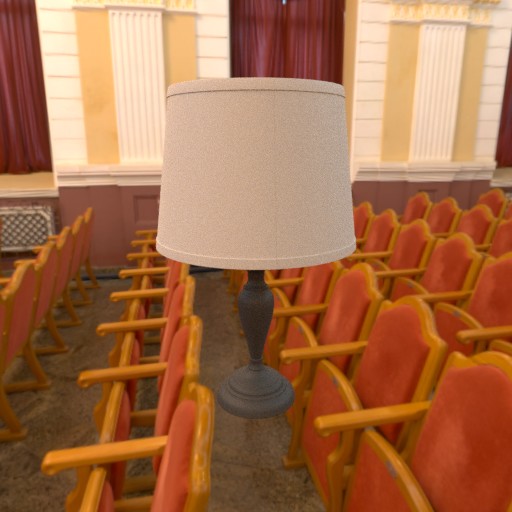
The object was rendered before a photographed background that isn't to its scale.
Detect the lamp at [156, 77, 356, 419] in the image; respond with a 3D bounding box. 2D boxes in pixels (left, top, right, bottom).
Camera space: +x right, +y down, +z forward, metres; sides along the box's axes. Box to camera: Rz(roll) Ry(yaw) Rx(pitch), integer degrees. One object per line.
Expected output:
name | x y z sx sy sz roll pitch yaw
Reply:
lamp | 0.000 0.000 0.708 0.310 0.501 0.310 0 15 0
